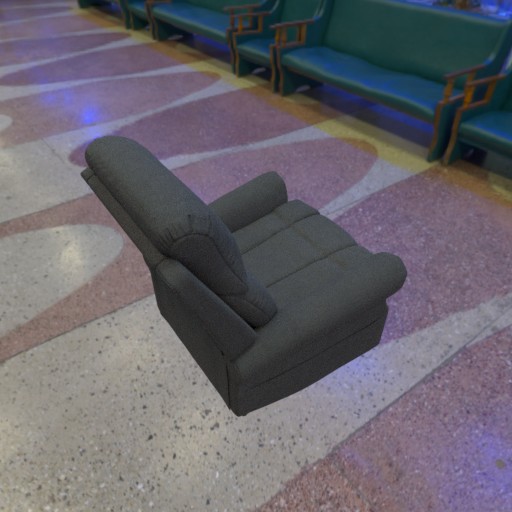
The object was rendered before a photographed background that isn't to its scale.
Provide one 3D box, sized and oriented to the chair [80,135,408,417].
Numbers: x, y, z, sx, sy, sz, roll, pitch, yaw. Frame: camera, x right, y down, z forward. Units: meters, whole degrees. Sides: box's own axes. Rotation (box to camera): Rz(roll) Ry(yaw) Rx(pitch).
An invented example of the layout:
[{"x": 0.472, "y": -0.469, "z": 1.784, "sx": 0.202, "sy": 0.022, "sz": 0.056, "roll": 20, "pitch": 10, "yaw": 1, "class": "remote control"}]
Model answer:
[{"x": 0.000, "y": 0.000, "z": 1.734, "sx": 0.979, "sy": 1.031, "sz": 0.871, "roll": -25, "pitch": 46, "yaw": -26, "class": "chair"}]
